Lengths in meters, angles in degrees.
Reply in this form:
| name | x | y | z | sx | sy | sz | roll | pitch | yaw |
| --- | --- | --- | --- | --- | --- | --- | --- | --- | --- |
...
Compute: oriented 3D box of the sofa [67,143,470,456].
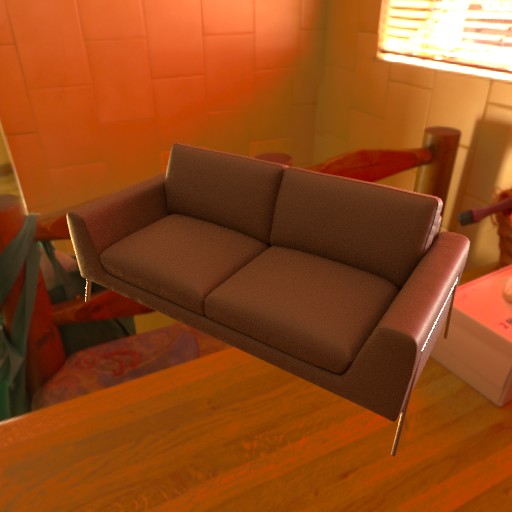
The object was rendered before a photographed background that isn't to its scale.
| name | x | y | z | sx | sy | sz | roll | pitch | yaw |
| --- | --- | --- | --- | --- | --- | --- | --- | --- | --- |
| sofa | 0.000 | 0.000 | 2.468 | 2.017 | 0.875 | 0.953 | 18 | 35 | 28 |
